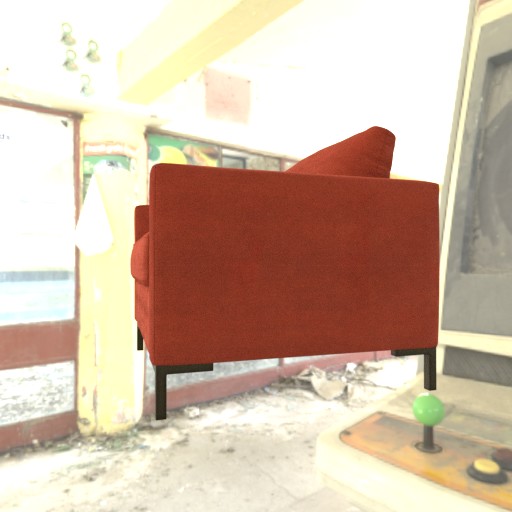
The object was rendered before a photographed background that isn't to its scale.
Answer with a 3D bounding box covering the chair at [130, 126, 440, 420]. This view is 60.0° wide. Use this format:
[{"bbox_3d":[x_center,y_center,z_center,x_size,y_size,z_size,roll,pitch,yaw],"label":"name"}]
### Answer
[{"bbox_3d":[0.000,0.000,1.632,0.875,0.812,0.964,0,-1,-18],"label":"chair"}]
